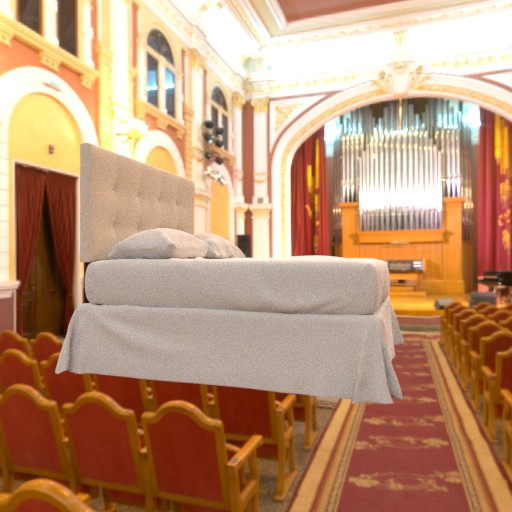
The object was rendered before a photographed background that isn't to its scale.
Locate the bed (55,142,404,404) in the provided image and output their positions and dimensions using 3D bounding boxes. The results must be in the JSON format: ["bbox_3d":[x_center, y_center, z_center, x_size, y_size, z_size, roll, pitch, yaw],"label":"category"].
[{"bbox_3d":[0.000,0.000,3.512,2.222,1.577,1.936,0,0,19],"label":"bed"}]
